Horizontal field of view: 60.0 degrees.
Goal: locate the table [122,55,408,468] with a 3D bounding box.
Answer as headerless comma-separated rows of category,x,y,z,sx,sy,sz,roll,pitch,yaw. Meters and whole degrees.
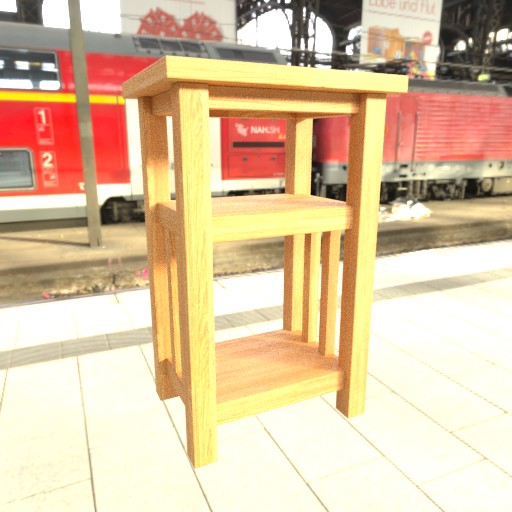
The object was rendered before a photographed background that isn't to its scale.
table,0.000,0.000,0.739,0.350,0.550,0.270,-7,16,-25
